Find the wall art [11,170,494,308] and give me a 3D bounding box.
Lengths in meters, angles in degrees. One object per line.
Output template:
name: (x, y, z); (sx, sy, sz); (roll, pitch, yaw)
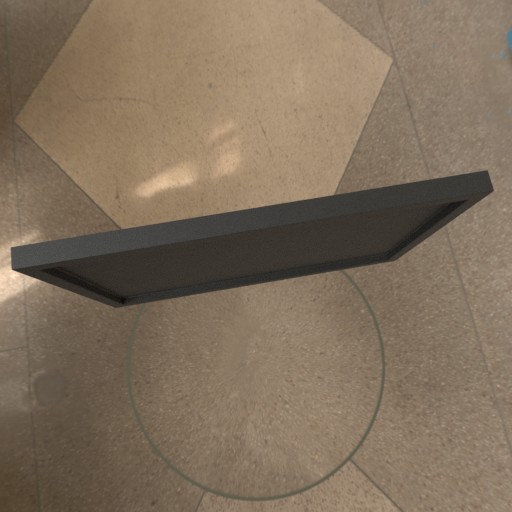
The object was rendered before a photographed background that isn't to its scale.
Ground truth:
wall art: (0.000, 0.000, 0.550); (0.443, 0.301, 0.021); (-9, 77, -2)
